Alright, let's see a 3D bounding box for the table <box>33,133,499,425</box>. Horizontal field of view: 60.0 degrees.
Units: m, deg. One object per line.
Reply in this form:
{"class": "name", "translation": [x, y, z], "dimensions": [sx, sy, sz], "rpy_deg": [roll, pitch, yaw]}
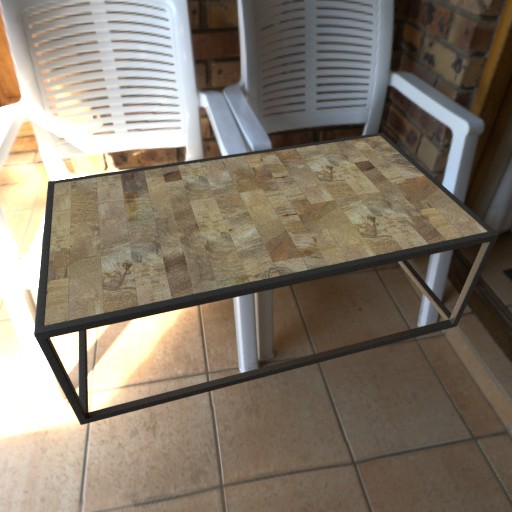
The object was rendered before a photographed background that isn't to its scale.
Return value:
{"class": "table", "translation": [0.000, 0.000, 1.449], "dimensions": [1.199, 0.398, 0.649], "rpy_deg": [-11, 43, -13]}
